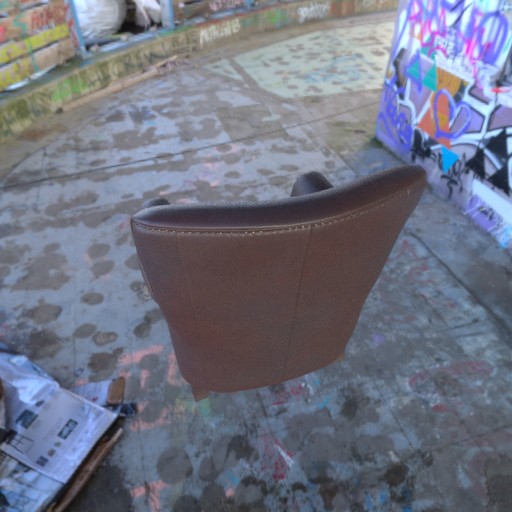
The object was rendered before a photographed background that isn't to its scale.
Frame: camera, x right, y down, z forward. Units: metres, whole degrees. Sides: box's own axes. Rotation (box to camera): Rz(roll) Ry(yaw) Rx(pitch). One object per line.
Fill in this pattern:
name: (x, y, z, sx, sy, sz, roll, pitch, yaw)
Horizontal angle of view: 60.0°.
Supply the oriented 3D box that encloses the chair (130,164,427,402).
chair: (0.000, 0.000, 1.376, 0.700, 0.800, 0.746, -11, 41, -13)
